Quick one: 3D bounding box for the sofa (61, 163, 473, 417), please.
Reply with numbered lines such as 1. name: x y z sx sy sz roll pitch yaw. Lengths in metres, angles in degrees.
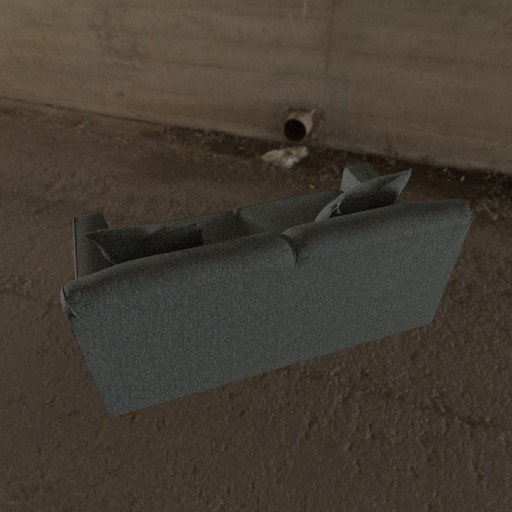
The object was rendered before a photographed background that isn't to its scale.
1. sofa: 0.000 0.000 2.446 1.846 0.958 0.998 -13 43 -14
